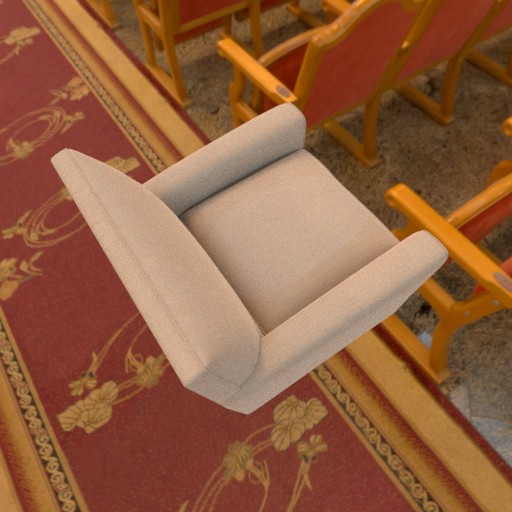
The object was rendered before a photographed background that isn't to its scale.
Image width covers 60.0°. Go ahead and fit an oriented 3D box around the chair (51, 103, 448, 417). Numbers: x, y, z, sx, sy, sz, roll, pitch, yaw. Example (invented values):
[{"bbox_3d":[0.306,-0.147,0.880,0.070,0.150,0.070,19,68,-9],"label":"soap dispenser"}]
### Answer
[{"bbox_3d":[0.000,0.000,1.542,0.871,0.846,0.840,-30,63,-17],"label":"chair"}]
